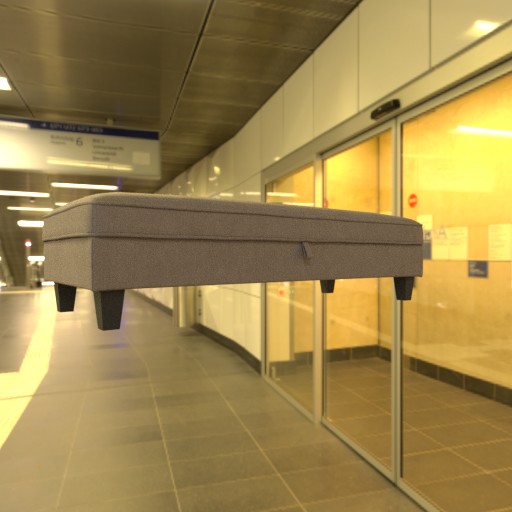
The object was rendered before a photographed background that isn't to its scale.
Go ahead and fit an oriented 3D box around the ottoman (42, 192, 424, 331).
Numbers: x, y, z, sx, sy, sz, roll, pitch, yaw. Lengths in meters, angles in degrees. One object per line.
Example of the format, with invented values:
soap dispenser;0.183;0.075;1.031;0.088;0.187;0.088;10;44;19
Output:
ottoman;0.000;0.000;2.117;1.764;0.470;0.751;0;0;-36
